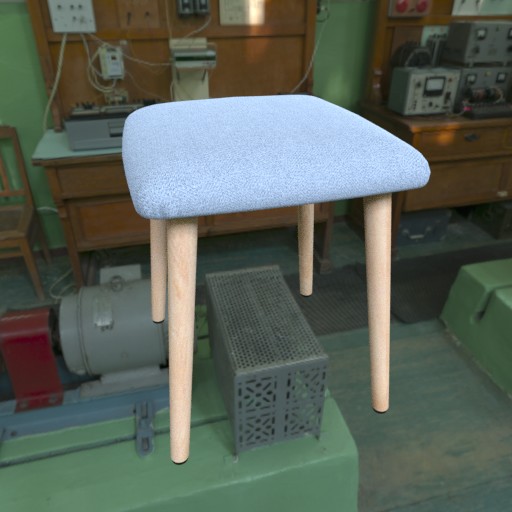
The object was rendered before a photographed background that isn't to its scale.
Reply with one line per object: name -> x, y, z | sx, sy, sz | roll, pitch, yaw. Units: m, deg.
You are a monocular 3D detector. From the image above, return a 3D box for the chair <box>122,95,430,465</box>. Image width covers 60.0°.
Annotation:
chair -> 0.000, 0.000, 0.689 | 0.350, 0.440, 0.350 | -8, 32, -14
